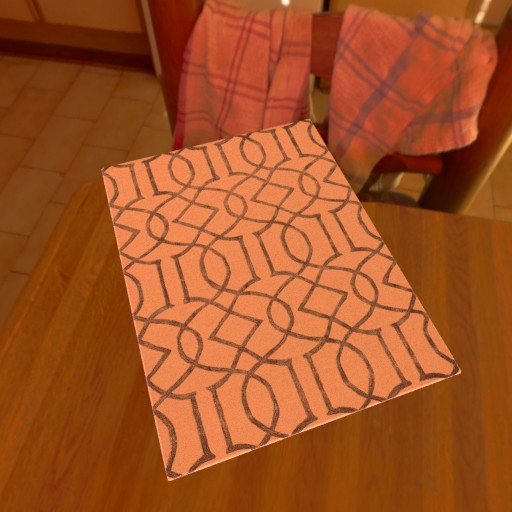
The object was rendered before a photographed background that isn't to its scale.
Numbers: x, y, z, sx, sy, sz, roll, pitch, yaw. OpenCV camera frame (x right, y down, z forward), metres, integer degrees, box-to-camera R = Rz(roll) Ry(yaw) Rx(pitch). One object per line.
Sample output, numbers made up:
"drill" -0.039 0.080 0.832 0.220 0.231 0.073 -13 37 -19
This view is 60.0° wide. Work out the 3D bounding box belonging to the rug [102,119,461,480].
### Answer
"rug" 0.000 0.000 3.811 2.211 0.021 2.910 -16 59 -10
